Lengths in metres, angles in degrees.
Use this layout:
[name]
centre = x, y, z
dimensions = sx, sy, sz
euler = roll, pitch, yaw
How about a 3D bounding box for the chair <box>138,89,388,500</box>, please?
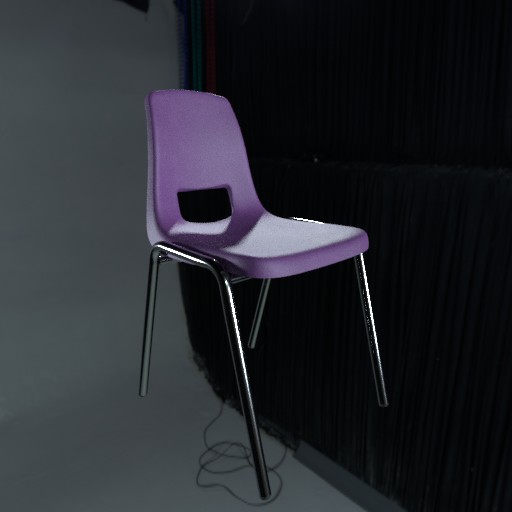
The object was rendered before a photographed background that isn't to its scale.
[chair]
centre = 0.000, 0.000, 0.887
dimensions = 0.381, 0.654, 0.432
euler = -14, 20, -42
